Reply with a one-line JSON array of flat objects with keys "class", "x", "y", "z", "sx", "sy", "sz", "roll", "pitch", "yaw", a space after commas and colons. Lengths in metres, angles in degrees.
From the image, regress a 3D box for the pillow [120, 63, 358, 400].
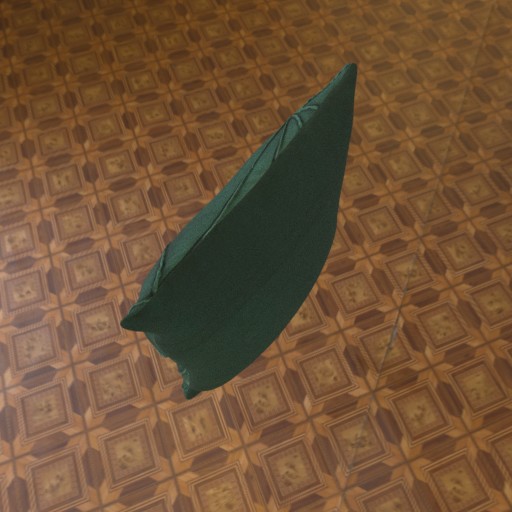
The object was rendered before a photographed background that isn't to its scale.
[{"class": "pillow", "x": 0.000, "y": 0.000, "z": 0.684, "sx": 0.184, "sy": 0.440, "sz": 0.439, "roll": 33, "pitch": 68, "yaw": 15}]
